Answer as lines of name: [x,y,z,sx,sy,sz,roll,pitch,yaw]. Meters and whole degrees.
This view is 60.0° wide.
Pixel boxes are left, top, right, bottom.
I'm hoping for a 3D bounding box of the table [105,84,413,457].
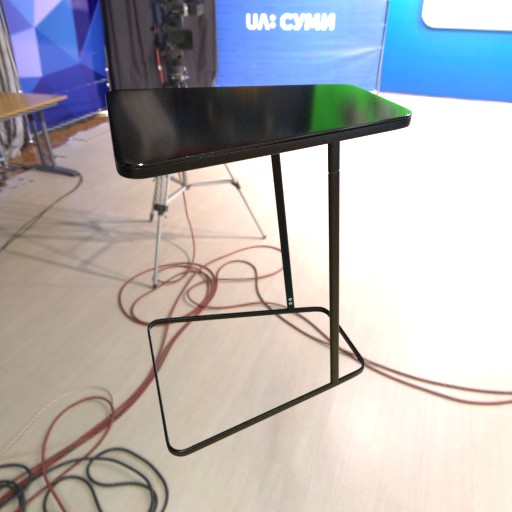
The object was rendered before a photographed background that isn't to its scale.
table: [0.000,0.000,0.948,0.500,0.624,0.427,-10,34,-15]
